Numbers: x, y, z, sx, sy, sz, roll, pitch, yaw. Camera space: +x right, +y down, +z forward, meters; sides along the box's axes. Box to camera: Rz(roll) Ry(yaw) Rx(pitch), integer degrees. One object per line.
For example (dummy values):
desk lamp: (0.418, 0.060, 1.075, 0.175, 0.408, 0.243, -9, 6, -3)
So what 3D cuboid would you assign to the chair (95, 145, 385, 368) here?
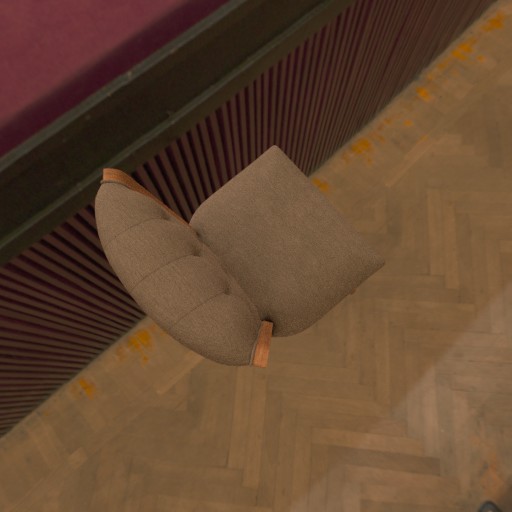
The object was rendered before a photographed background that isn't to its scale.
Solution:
chair: (0.000, 0.000, 1.253, 0.584, 0.905, 0.513, -39, 78, -10)
